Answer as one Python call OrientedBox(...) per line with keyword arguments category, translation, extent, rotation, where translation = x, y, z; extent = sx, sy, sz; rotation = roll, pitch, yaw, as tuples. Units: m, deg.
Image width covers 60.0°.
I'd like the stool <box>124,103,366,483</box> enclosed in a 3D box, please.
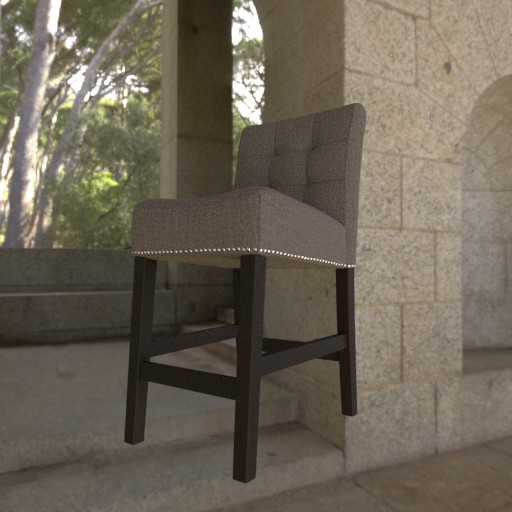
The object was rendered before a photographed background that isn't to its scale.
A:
OrientedBox(category="stool", translation=(0.000, 0.000, 1.182), extent=(0.427, 0.885, 0.571), rotation=(-1, -1, 34))
